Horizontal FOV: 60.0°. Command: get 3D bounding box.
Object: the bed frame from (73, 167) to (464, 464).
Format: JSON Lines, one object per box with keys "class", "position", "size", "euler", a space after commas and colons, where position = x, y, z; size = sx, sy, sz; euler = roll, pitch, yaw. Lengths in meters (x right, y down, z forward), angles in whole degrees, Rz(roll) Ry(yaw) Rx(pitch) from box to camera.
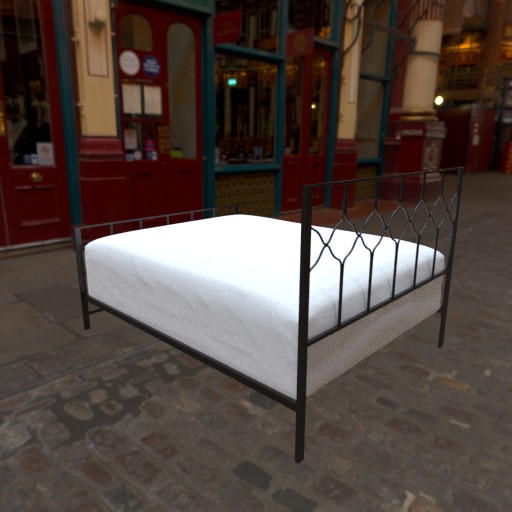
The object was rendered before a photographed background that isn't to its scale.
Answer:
{"class": "bed frame", "position": [0.000, 0.000, 3.051], "size": [2.063, 1.222, 1.597], "euler": [14, 20, 42]}
